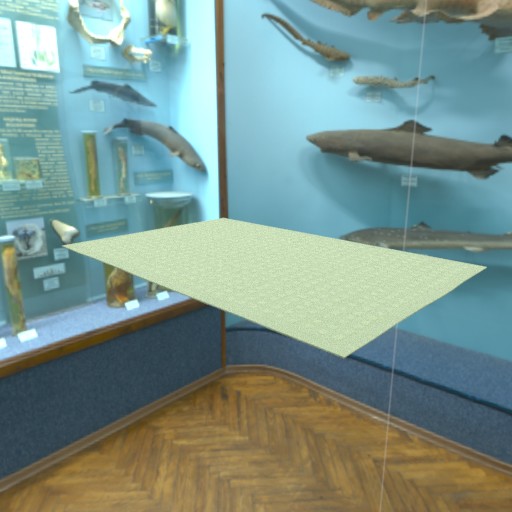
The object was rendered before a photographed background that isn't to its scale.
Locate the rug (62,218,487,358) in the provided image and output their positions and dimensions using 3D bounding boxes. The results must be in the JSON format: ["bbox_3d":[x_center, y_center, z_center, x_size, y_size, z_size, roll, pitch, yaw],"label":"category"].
[{"bbox_3d":[0.000,0.000,2.145,1.747,0.006,1.143,14,21,42],"label":"rug"}]
